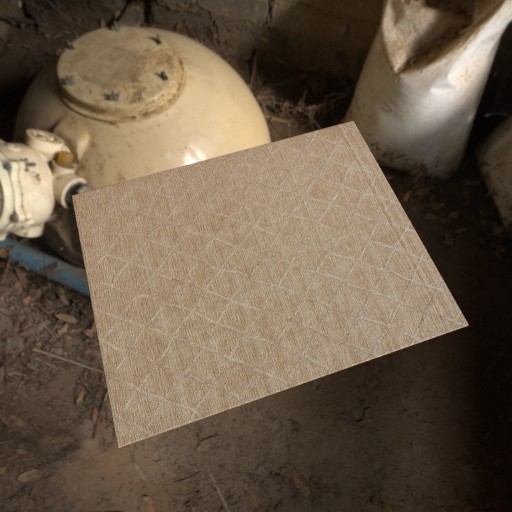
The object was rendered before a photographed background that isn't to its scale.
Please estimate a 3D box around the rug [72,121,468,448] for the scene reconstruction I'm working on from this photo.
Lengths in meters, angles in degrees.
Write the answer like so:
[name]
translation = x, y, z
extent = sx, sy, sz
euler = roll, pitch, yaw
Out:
[rug]
translation = 0.000, 0.000, 4.099
extent = 3.039, 0.019, 2.420
euler = -17, 65, -8
